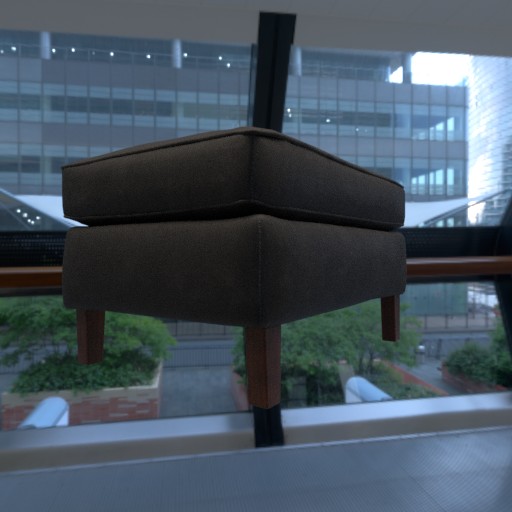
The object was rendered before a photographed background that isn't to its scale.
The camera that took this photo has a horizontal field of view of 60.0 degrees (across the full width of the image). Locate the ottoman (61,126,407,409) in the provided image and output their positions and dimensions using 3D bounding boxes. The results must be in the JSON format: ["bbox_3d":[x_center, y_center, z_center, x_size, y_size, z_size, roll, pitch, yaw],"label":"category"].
[{"bbox_3d":[0.000,0.000,0.965,0.501,0.413,0.665,0,1,35],"label":"ottoman"}]
